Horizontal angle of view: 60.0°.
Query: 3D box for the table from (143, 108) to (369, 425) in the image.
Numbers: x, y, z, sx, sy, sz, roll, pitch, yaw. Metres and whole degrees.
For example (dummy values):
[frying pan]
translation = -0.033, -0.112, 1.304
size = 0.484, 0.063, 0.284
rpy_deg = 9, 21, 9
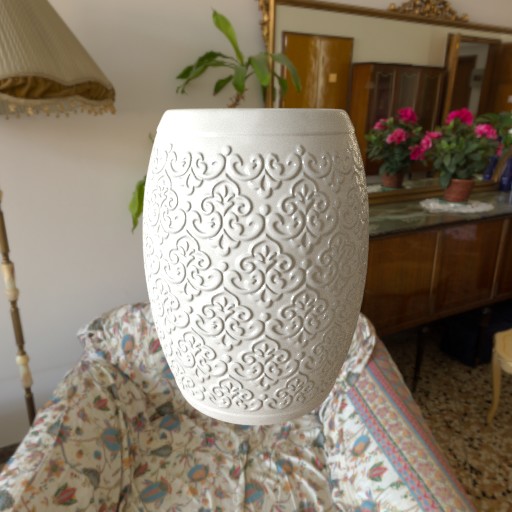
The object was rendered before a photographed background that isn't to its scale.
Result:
[table]
translation = 0.000, 0.000, 0.631
size = 0.309, 0.397, 0.309
rpy_deg = 0, 18, 0
